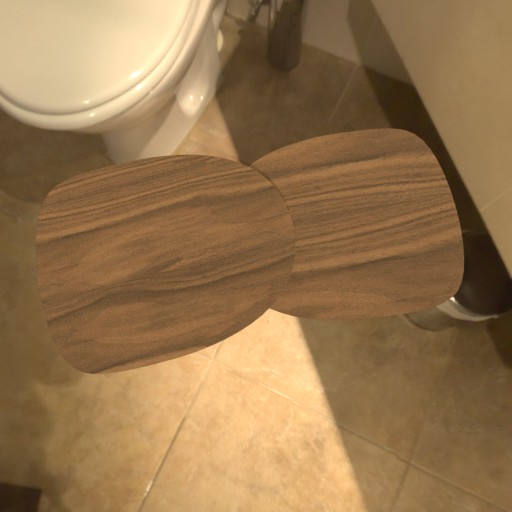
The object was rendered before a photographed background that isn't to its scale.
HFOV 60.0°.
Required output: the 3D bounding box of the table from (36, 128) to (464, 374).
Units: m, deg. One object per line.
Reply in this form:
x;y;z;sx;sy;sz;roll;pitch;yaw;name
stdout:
0.000;0.000;1.311;1.084;0.429;0.527;-11;76;-3;table
